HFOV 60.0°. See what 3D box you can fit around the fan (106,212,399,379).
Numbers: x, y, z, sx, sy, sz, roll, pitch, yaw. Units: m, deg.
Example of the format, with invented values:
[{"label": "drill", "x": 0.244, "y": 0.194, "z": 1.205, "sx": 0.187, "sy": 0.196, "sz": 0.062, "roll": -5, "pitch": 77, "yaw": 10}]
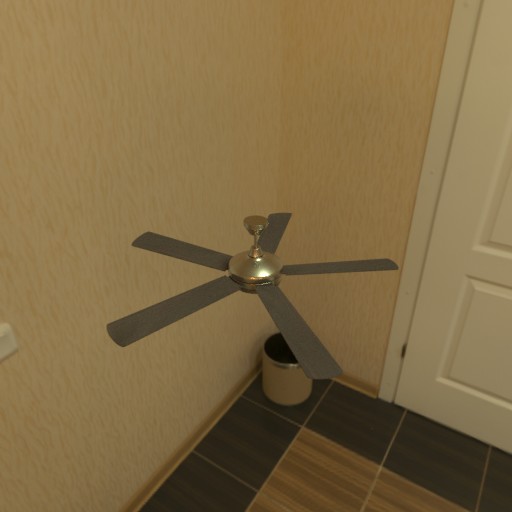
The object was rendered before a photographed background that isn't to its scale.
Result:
[{"label": "fan", "x": 0.000, "y": 0.000, "z": 2.002, "sx": 1.321, "sy": 0.356, "sz": 1.321, "roll": 2, "pitch": 30, "yaw": 3}]
